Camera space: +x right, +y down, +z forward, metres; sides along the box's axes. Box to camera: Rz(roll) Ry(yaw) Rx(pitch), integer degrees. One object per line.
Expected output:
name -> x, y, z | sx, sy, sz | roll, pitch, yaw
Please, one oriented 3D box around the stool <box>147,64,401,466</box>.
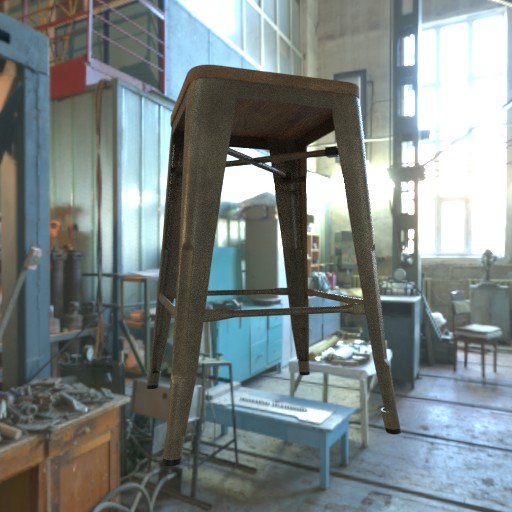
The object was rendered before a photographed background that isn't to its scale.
stool -> 0.000, 0.000, 0.893 | 0.407, 0.607, 0.407 | 0, 0, -17
